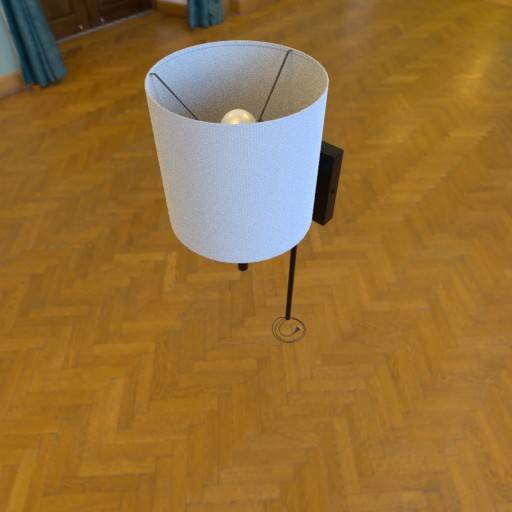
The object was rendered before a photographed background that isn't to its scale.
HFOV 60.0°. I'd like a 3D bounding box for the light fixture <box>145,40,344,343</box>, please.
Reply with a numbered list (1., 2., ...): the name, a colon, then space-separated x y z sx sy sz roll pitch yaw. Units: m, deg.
1. light fixture: 0.000 0.000 0.687 0.188 0.589 0.248 32 55 26
